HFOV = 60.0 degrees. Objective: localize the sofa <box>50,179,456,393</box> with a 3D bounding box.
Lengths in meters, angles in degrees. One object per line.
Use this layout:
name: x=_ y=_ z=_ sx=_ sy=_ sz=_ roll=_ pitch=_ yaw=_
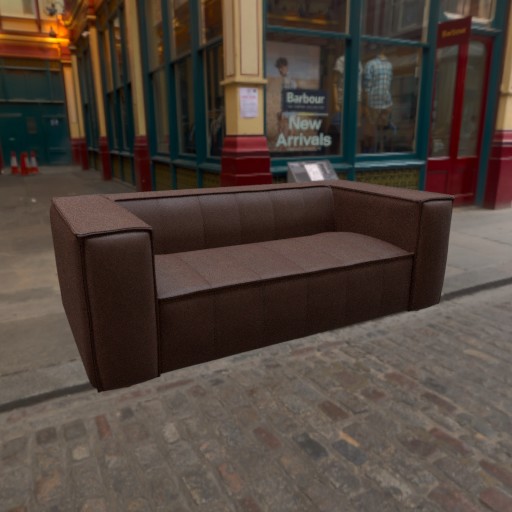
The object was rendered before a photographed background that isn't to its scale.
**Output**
sofa: x=0.000 y=0.000 z=2.578 sx=2.088 sy=0.703 sz=1.102 roll=-8 pitch=18 yaw=-28
